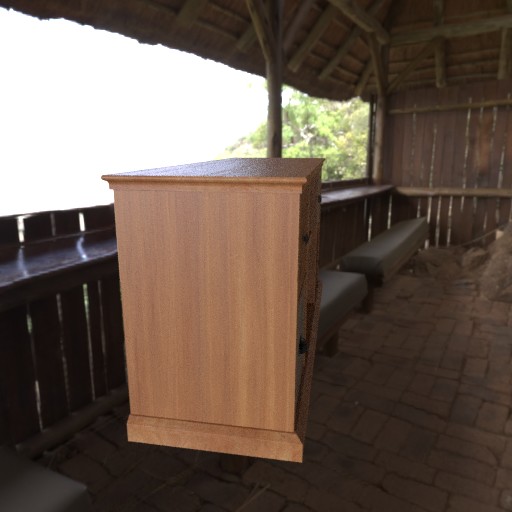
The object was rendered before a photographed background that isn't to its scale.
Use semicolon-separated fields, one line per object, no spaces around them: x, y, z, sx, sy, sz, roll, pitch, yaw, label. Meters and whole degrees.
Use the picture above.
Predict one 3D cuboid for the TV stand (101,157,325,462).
0.000;0.000;1.482;0.417;0.607;1.181;3;14;10;TV stand
